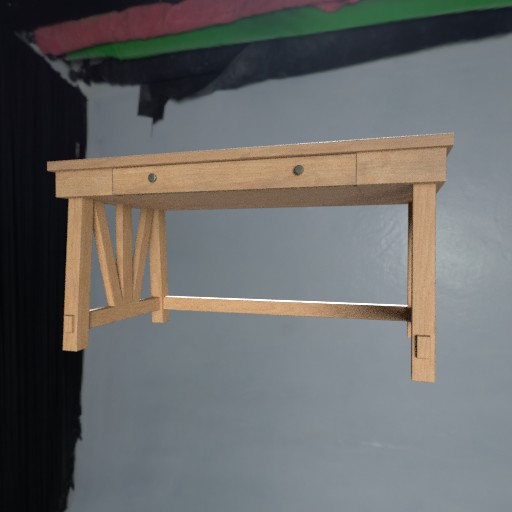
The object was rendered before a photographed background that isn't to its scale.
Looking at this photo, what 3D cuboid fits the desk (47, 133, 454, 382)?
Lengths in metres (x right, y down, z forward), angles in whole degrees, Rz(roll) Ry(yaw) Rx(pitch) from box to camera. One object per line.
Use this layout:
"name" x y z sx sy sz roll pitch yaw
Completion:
"desk" 0.000 0.000 1.944 1.499 0.762 0.813 0 1 18
